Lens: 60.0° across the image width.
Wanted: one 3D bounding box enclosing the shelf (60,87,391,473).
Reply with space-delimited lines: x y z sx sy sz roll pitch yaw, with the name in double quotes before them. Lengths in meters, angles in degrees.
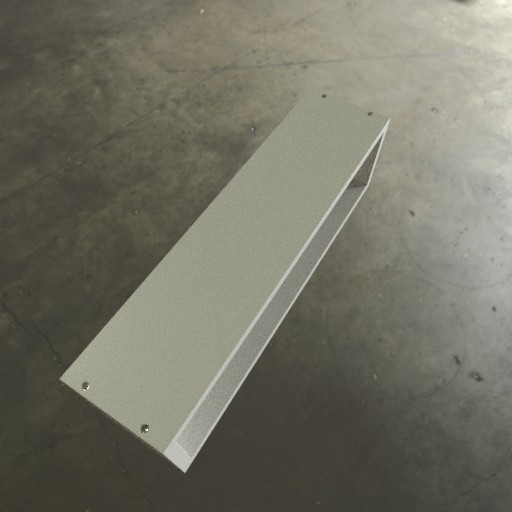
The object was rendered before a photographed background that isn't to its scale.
"shelf" 0.000 0.000 0.694 0.150 0.170 0.610 28 62 16
